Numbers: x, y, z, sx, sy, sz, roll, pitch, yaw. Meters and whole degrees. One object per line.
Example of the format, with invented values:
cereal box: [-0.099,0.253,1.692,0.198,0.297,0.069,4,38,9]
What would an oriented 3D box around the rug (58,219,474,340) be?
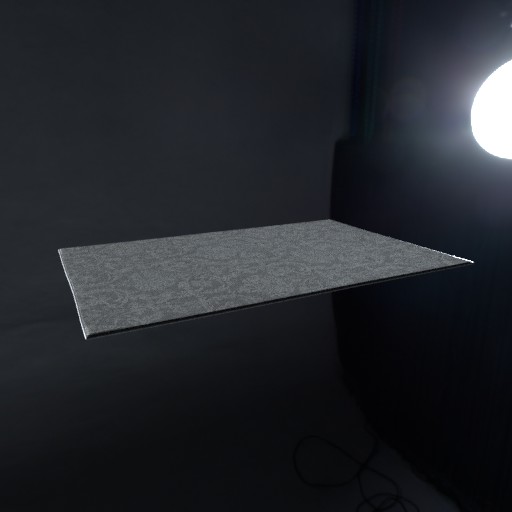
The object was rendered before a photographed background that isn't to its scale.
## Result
rug: [0.000,0.000,3.489,2.746,0.018,1.819,-8,18,-26]
